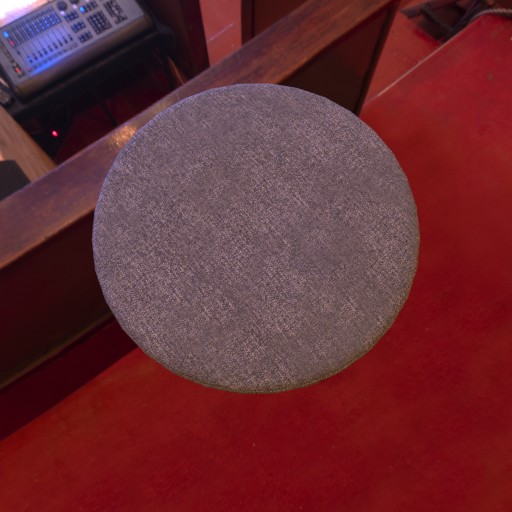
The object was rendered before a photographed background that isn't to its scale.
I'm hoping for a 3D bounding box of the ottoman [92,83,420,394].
[{"bbox_3d":[0.000,0.000,0.851,0.500,0.419,0.500,0,74,0],"label":"ottoman"}]
